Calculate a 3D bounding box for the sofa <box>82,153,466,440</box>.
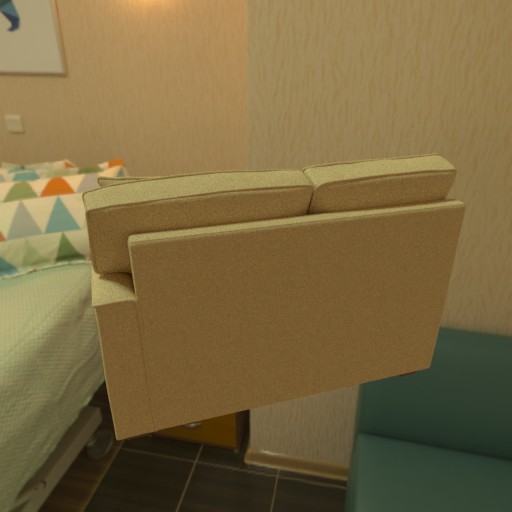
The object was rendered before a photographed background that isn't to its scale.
[{"bbox_3d":[0.000,0.000,2.029,1.388,0.989,0.991,-8,26,-16],"label":"sofa"}]
